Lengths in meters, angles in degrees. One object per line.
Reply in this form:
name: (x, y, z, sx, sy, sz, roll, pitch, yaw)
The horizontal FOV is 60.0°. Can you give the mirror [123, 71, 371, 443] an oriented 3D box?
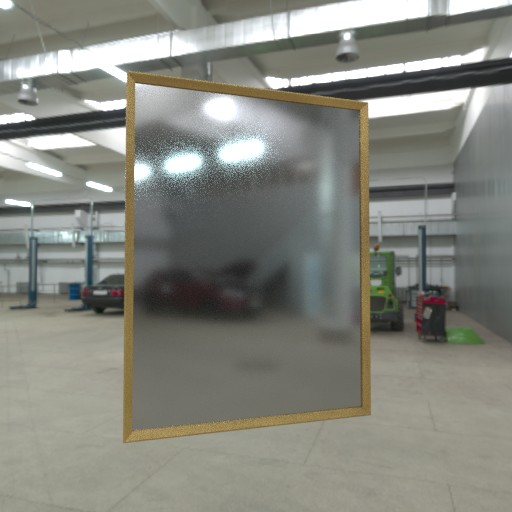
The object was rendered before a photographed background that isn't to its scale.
mirror: (0.000, 0.000, 1.342, 0.762, 1.016, 0.041, 1, -2, -18)
